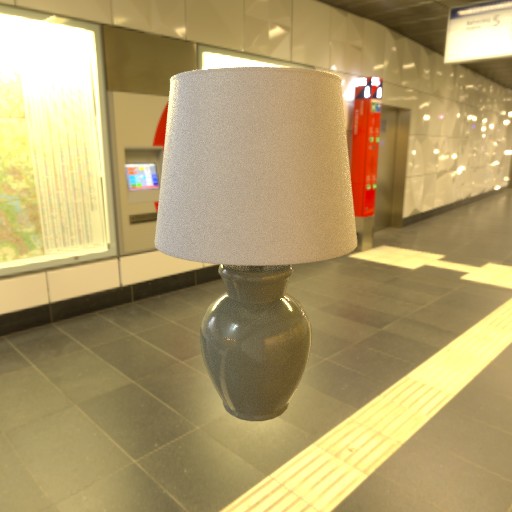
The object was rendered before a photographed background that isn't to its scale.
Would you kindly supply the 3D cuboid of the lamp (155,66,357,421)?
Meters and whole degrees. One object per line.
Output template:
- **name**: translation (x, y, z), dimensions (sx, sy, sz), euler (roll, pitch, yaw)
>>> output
- **lamp**: translation (0.000, 0.000, 0.540), dimensions (0.239, 0.399, 0.239), euler (0, 14, 0)
